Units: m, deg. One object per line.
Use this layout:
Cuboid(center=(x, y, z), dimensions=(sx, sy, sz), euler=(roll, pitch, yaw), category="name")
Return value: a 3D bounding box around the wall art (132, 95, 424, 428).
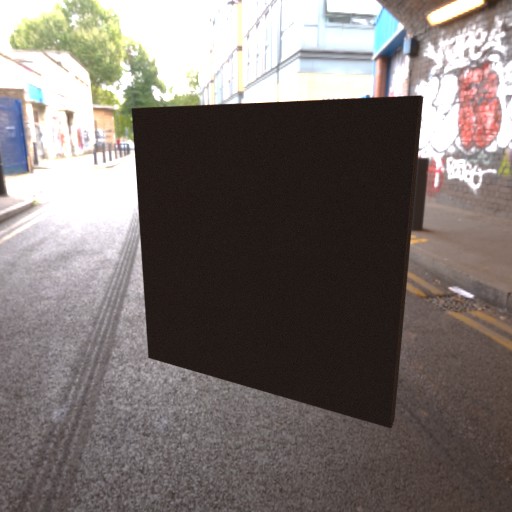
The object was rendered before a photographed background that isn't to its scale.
Cuboid(center=(0.000, 0.000, 1.166), dimensions=(0.762, 0.762, 0.038), euler=(8, 16, 27), category="wall art")
